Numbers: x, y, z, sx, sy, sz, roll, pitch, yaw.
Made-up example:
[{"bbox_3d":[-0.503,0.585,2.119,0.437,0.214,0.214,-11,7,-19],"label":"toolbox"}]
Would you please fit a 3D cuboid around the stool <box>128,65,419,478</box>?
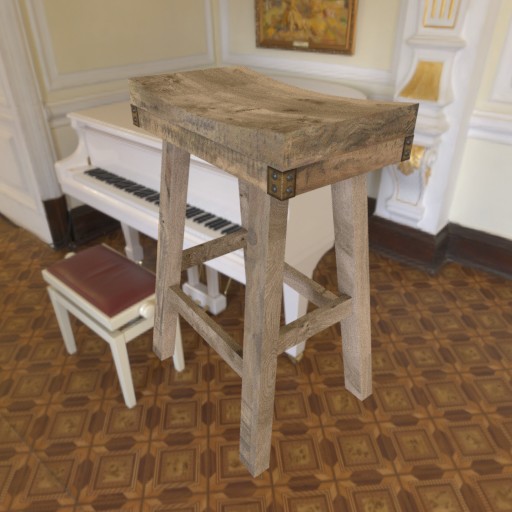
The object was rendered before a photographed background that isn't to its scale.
[{"bbox_3d":[0.000,0.000,0.884,0.330,0.635,0.450,-22,38,-31],"label":"stool"}]
